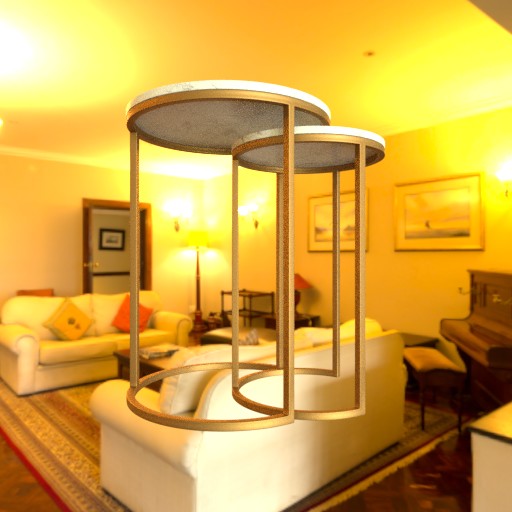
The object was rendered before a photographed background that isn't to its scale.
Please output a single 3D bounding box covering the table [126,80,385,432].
[{"bbox_3d":[0.000,0.000,0.892,0.507,0.550,0.400,0,0,0],"label":"table"}]
